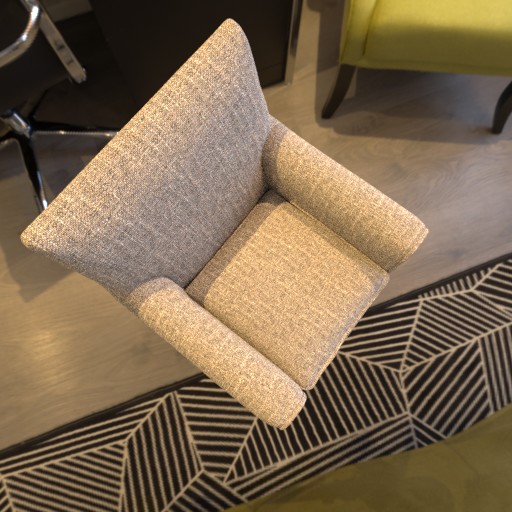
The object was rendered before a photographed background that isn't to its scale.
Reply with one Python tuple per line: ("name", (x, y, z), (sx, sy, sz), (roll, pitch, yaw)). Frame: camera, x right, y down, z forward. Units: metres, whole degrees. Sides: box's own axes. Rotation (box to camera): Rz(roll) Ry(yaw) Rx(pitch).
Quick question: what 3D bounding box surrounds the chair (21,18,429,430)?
("chair", (0.000, 0.000, 1.583), (0.873, 0.928, 0.864), (37, 79, 9))
